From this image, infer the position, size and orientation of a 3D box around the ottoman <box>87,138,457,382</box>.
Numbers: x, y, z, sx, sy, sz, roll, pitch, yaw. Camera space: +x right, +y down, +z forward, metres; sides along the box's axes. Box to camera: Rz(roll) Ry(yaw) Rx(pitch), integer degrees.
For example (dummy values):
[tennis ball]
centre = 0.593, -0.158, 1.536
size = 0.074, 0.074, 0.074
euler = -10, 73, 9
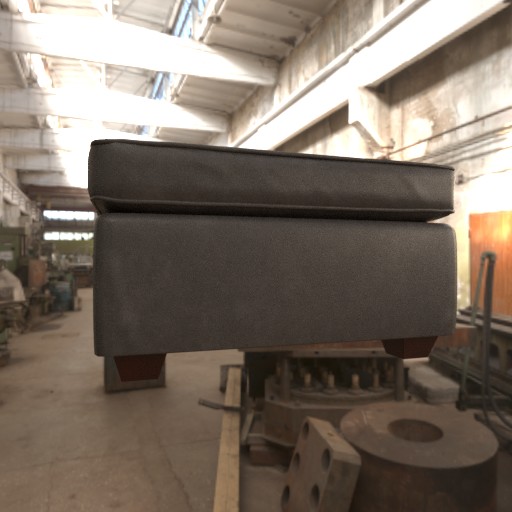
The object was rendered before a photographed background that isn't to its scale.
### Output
[ottoman]
centre = 0.000, 0.000, 1.087
size = 0.756, 0.445, 0.554
euler = 0, -1, -18
